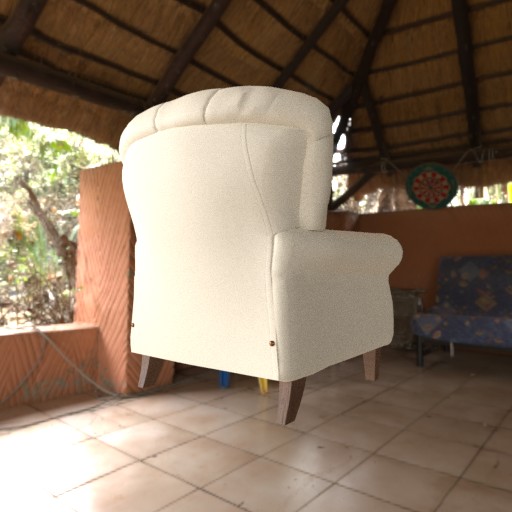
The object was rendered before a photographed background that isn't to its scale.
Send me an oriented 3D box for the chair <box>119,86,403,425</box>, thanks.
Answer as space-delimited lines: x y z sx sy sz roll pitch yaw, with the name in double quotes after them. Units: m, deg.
0.000 0.000 2.015 1.035 1.169 1.132 -1 -2 38 "chair"
